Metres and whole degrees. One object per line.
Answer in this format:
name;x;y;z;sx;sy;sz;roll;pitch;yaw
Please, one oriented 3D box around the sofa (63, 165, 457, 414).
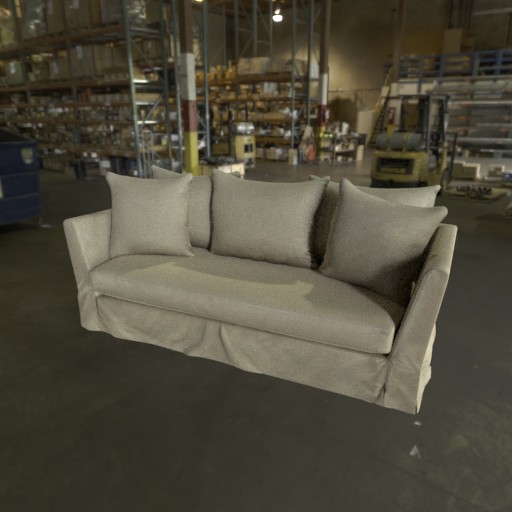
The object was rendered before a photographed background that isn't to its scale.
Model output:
sofa;0.000;0.000;2.847;2.290;1.034;1.031;8;19;24
